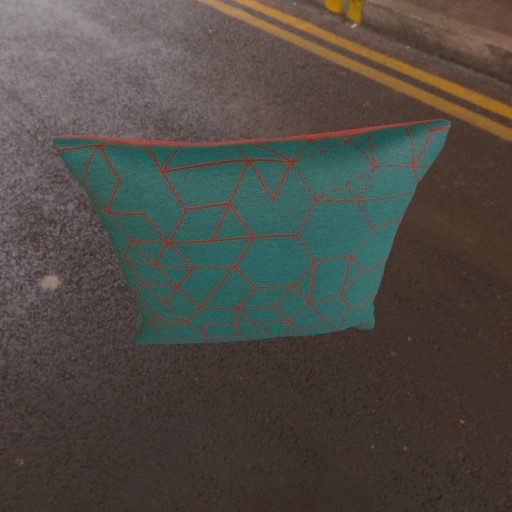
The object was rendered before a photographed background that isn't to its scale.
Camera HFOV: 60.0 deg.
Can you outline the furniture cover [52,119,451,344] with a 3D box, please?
[{"bbox_3d":[0.000,0.000,0.762,0.517,0.508,0.158,-4,50,-3],"label":"furniture cover"}]
